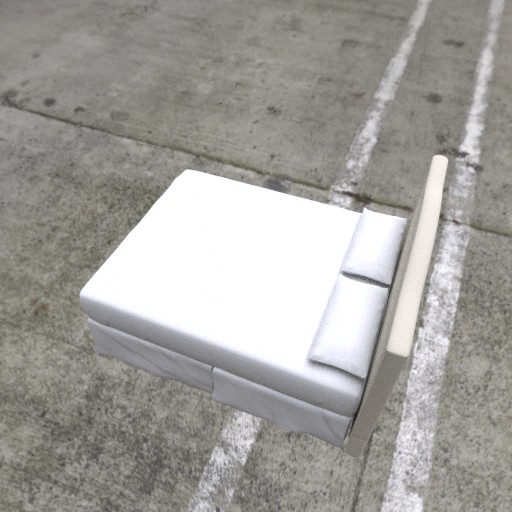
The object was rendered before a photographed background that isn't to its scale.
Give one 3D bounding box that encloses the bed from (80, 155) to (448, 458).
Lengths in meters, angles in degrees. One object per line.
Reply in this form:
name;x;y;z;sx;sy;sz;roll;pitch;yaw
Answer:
bed;0.000;0.000;3.276;2.196;1.449;1.741;17;49;15
